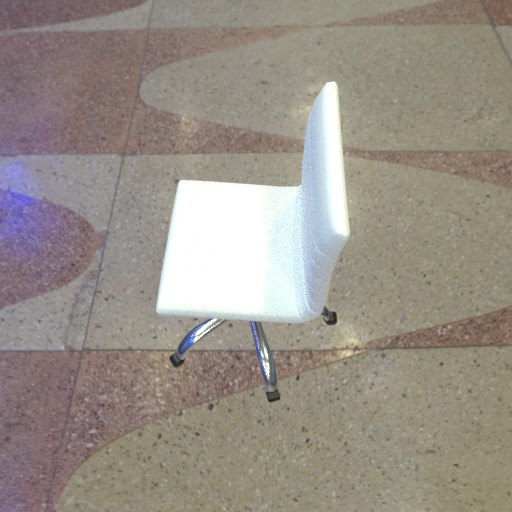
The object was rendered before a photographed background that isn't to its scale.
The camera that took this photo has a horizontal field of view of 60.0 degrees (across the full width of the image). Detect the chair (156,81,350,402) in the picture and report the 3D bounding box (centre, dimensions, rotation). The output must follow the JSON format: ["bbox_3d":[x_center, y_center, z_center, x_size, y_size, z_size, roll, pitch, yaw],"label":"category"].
[{"bbox_3d":[0.000,0.000,1.141,0.530,0.780,0.556,2,58,1],"label":"chair"}]
